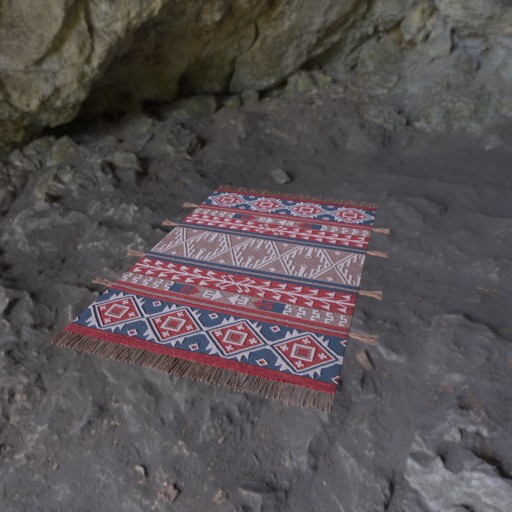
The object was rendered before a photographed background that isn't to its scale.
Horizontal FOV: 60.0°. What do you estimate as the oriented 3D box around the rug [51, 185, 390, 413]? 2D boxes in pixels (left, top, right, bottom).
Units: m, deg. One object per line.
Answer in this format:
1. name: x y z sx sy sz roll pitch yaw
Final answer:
1. rug: 0.000 0.000 2.573 1.469 0.040 2.025 9 31 16
